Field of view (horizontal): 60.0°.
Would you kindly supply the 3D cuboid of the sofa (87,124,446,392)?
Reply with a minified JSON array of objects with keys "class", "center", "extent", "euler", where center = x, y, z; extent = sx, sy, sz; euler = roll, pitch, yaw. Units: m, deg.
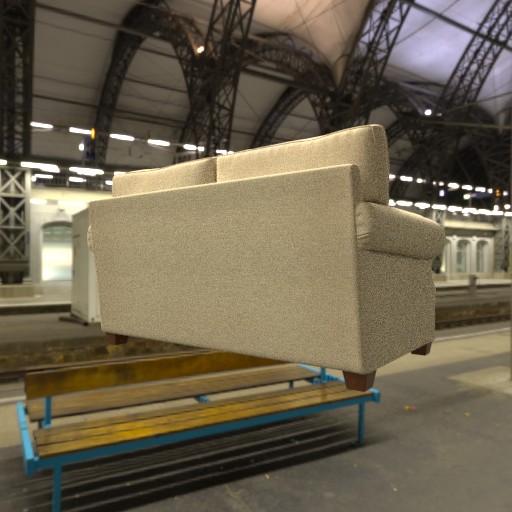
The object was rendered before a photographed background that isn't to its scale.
[{"class":"sofa","center":[0.000,0.000,2.291],"extent":[1.701,0.966,0.966],"euler":[0,-1,37]}]
